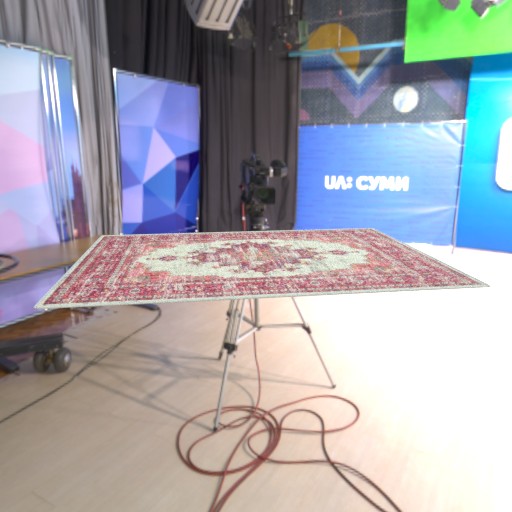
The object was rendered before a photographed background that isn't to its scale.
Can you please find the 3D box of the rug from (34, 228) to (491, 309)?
[{"bbox_3d":[0.000,0.000,2.873,2.232,0.011,1.555,-2,15,-8],"label":"rug"}]
